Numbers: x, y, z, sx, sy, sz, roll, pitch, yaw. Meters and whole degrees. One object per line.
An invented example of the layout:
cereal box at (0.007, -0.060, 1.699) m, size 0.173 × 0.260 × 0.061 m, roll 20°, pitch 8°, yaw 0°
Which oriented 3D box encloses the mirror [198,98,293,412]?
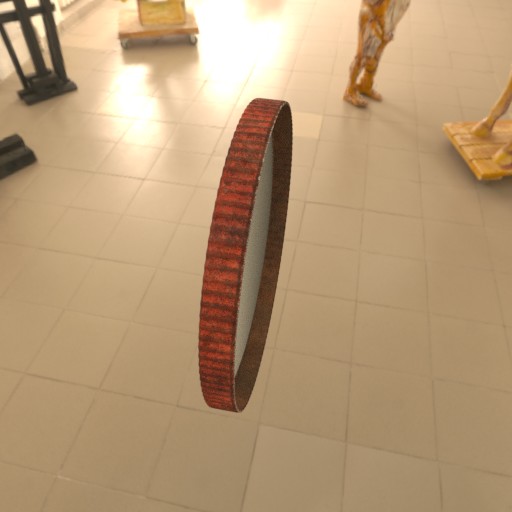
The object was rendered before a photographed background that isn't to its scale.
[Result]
mirror at (0.000, 0.000, 0.909) m, size 0.056 × 0.609 × 0.609 m, roll 9°, pitch 48°, yaw 8°
